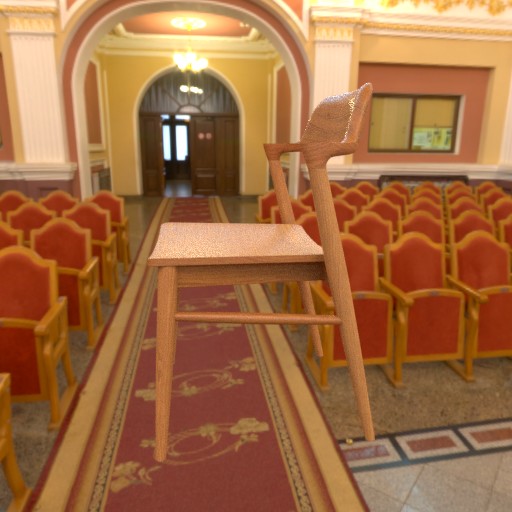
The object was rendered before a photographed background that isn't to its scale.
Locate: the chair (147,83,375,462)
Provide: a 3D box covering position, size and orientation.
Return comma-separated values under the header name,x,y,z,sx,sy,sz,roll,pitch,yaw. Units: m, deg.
name,x,y,z,sx,sy,sz,roll,pitch,yaw
chair,0.000,0.000,1.111,0.499,0.792,0.512,-2,14,-7
